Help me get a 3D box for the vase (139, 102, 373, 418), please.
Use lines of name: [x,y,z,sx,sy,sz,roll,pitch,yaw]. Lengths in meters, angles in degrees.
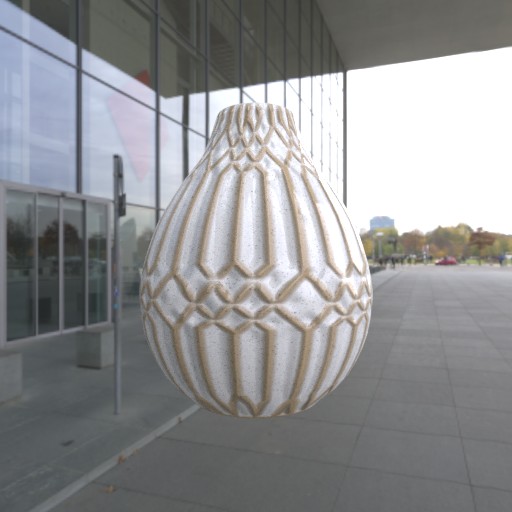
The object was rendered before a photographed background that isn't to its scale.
vase: [0.000,0.000,0.313,0.159,0.200,0.159,0,0,0]
